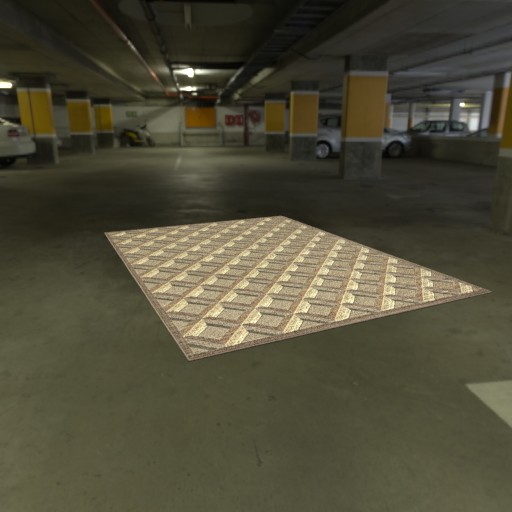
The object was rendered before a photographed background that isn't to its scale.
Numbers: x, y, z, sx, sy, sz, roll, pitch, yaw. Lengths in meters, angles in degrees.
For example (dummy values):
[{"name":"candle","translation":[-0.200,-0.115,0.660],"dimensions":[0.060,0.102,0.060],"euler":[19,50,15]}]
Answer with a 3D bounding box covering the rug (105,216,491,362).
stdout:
[{"name":"rug","translation":[0.000,0.000,4.278],"dimensions":[2.382,0.018,3.294],"euler":[-8,18,-25]}]
